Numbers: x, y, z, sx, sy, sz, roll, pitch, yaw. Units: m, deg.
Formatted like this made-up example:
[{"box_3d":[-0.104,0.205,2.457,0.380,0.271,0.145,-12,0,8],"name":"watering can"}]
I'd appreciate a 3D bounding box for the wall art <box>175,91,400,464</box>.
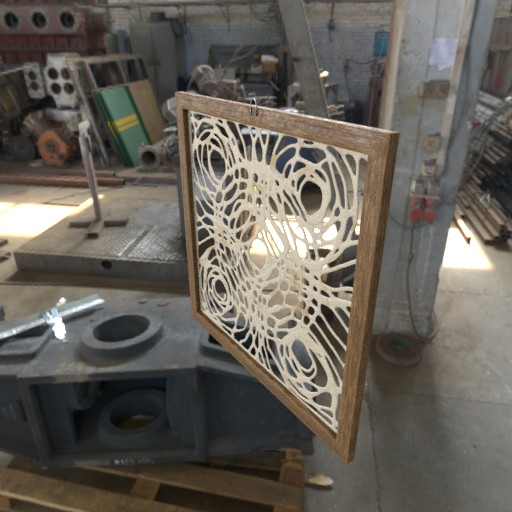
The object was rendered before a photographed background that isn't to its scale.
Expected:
[{"box_3d":[0.000,0.000,0.847,0.021,0.576,0.561,-18,31,-32],"name":"wall art"}]
